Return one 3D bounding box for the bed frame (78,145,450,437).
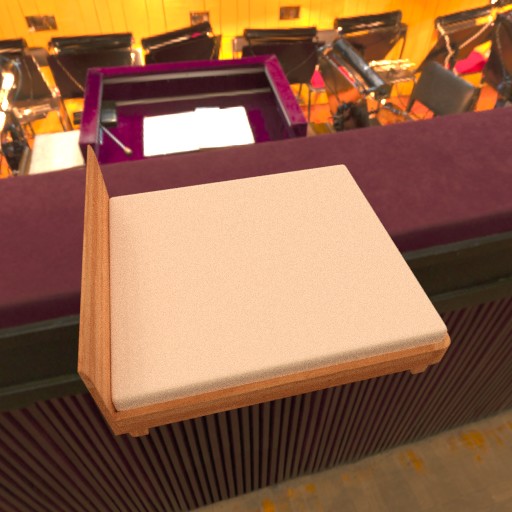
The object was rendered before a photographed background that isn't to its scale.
[{"bbox_3d":[0.000,0.000,3.123,2.092,0.940,1.872,-10,48,-9],"label":"bed frame"}]
